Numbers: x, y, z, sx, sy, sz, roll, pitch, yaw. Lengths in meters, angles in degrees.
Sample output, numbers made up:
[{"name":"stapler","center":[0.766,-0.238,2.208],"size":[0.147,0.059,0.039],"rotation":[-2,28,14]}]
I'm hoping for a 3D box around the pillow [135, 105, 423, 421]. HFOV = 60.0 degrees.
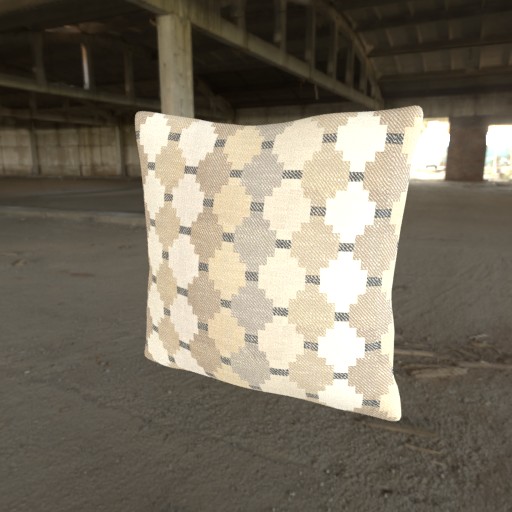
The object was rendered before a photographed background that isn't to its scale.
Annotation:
[{"name":"pillow","center":[0.000,0.000,0.860],"size":[0.578,0.558,0.192],"rotation":[6,14,25]}]
